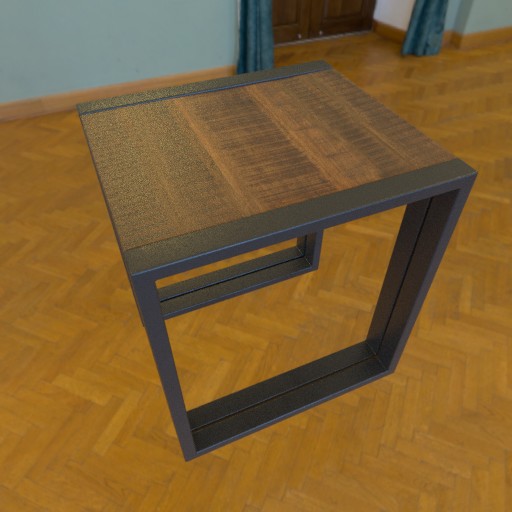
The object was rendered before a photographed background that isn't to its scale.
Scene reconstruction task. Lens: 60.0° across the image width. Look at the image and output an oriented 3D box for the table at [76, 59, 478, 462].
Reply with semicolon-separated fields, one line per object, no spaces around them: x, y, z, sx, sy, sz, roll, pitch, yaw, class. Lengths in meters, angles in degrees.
0.000;0.000;0.900;0.500;0.550;0.449;-17;47;-16;table
